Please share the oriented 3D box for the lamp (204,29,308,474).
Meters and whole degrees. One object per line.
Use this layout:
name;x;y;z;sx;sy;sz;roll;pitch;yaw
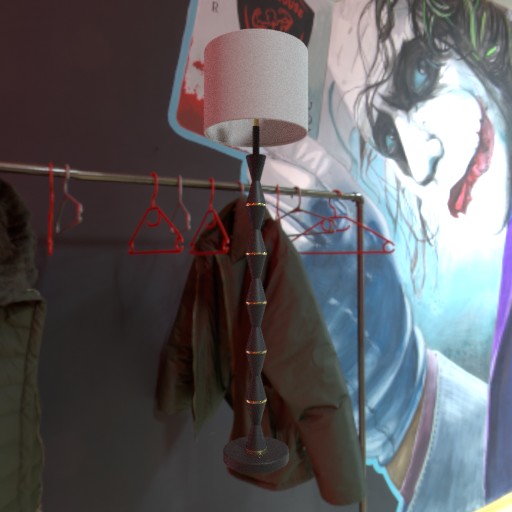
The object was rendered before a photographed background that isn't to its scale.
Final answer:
lamp;0.000;0.000;1.629;0.381;1.480;0.381;0;0;1
